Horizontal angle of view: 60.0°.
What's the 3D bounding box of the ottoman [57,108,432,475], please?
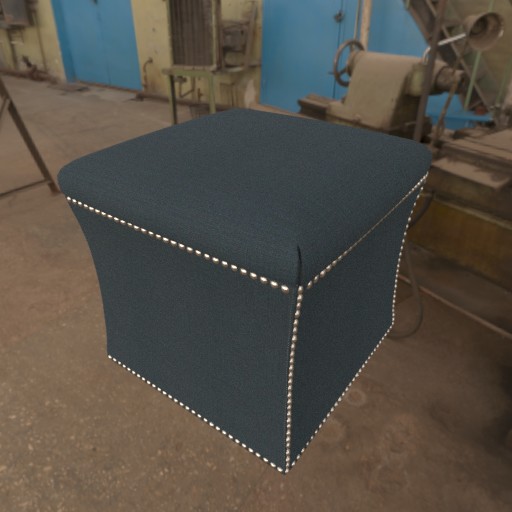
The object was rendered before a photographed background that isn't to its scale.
[{"bbox_3d":[0.000,0.000,0.889,0.497,0.475,0.507,21,38,30],"label":"ottoman"}]
